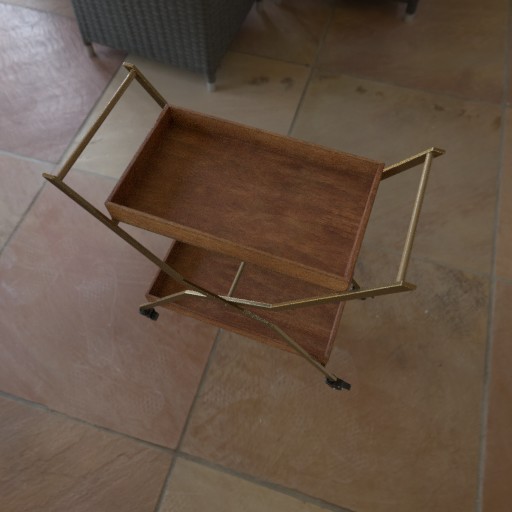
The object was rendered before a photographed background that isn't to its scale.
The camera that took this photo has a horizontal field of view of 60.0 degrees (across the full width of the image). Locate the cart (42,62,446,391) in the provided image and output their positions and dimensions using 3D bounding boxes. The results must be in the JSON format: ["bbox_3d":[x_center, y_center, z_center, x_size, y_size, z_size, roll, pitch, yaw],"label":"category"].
[{"bbox_3d":[0.000,0.000,1.343,0.836,0.869,0.405,18,64,9],"label":"cart"}]
